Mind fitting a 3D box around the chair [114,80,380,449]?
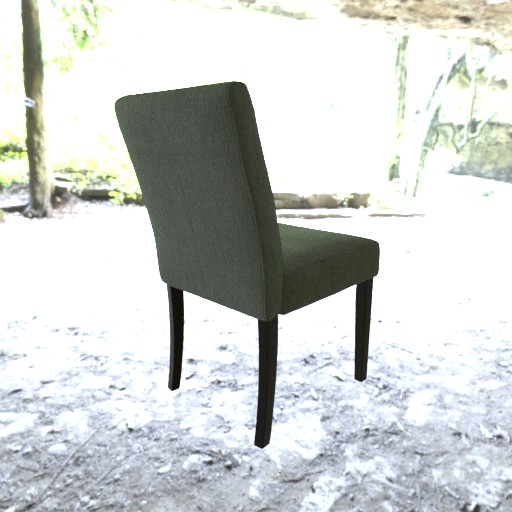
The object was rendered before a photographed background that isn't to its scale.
[{"bbox_3d":[0.000,0.000,1.297,0.487,0.884,0.629,14,20,42],"label":"chair"}]
